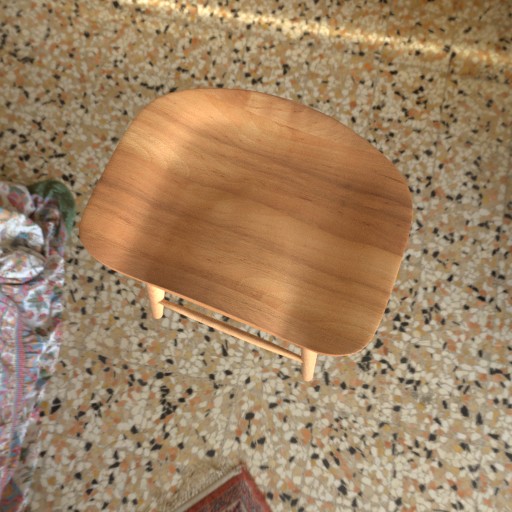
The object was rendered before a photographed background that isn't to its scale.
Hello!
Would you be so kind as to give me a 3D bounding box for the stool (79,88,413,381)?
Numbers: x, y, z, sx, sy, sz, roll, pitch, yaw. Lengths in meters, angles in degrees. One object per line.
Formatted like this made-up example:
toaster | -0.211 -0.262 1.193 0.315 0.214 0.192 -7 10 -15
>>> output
stool | 0.000 0.000 0.869 0.440 0.615 0.361 21 77 5
